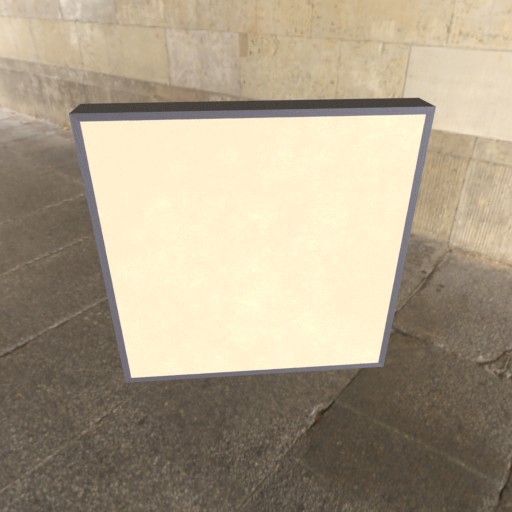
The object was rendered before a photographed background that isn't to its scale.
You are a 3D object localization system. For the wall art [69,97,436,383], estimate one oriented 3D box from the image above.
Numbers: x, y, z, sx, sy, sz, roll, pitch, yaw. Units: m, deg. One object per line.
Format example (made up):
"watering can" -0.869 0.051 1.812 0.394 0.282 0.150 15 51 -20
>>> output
"wall art" 0.000 0.000 0.456 0.302 0.300 0.036 -2 31 -4
